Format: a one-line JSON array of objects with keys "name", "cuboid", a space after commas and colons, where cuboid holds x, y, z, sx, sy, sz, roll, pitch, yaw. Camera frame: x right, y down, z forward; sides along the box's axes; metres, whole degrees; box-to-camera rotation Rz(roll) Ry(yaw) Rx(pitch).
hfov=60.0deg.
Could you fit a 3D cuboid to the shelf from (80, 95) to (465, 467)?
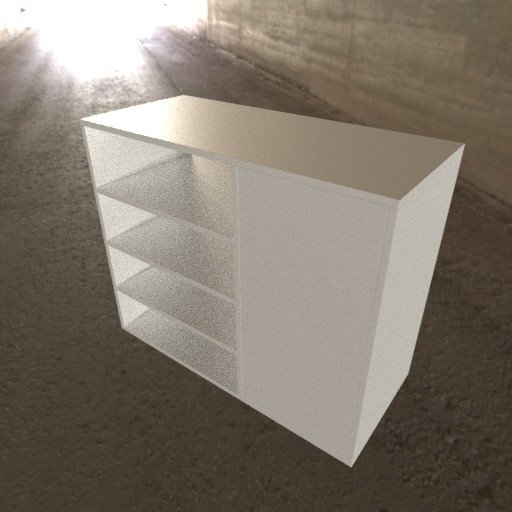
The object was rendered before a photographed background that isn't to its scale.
[{"name": "shelf", "cuboid": [0.000, 0.000, 1.293, 0.895, 0.732, 0.396, 21, 37, 31]}]
